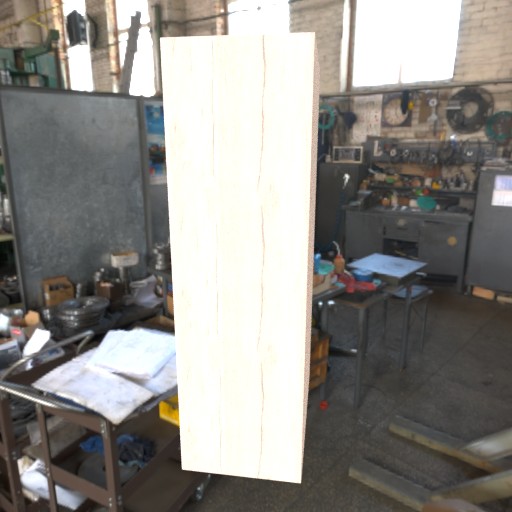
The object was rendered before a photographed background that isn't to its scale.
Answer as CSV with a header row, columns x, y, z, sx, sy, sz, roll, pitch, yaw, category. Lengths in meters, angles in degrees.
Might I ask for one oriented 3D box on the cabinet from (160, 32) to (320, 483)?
x,y,z,sx,sy,sz,roll,pitch,yaw,category
0.000,0.000,2.336,0.580,1.930,0.980,2,15,9,cabinet
